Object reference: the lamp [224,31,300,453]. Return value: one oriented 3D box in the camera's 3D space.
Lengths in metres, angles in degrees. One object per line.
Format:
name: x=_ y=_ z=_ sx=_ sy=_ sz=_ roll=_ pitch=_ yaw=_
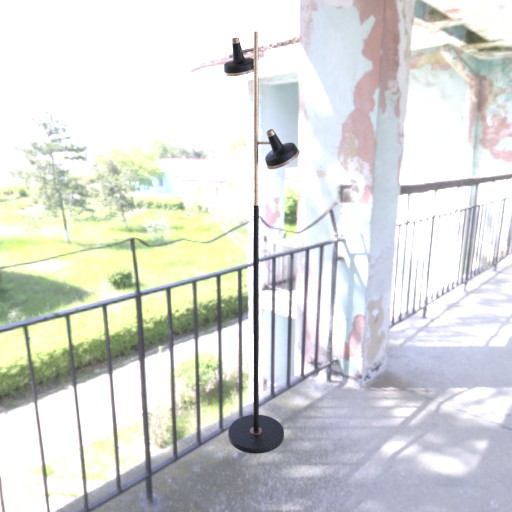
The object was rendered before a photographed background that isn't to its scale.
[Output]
lamp: x=0.000 y=0.000 z=1.808 sx=0.351 sy=1.674 sz=0.253 roll=13 pitch=19 yaw=43
